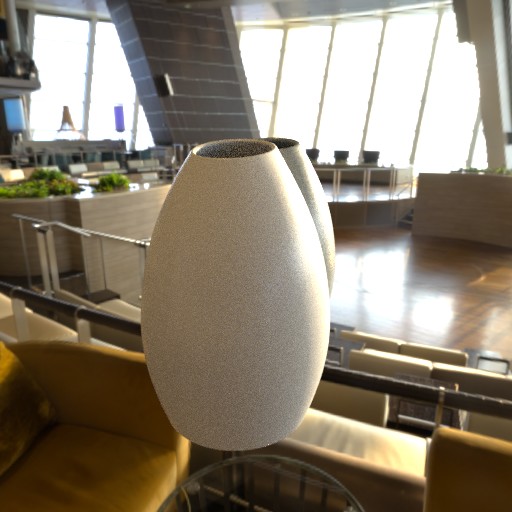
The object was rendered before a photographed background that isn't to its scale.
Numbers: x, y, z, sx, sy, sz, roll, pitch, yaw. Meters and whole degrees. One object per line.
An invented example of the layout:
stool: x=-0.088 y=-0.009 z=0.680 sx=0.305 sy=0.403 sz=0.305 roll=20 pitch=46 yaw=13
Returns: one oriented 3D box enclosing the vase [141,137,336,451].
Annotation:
vase: x=0.000 y=0.000 z=0.255 sx=0.089 sy=0.131 sz=0.187 roll=3 pitch=16 yaw=11
